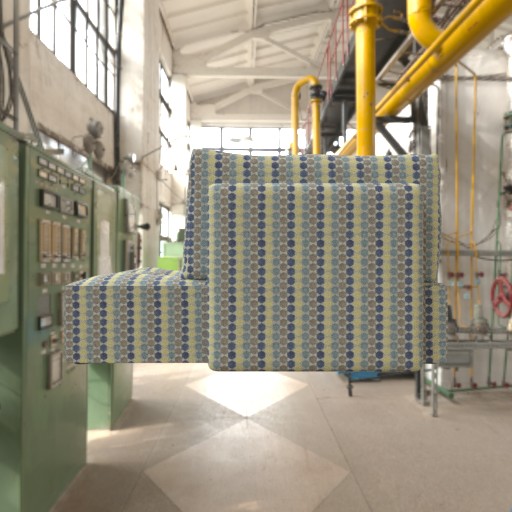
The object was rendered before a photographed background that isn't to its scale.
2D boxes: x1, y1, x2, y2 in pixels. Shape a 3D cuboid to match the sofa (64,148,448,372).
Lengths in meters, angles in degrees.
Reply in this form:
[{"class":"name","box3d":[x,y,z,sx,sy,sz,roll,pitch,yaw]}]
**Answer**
[{"class":"sofa","box3d":[0.000,0.000,2.036,1.450,0.820,1.000,0,0,0]}]
